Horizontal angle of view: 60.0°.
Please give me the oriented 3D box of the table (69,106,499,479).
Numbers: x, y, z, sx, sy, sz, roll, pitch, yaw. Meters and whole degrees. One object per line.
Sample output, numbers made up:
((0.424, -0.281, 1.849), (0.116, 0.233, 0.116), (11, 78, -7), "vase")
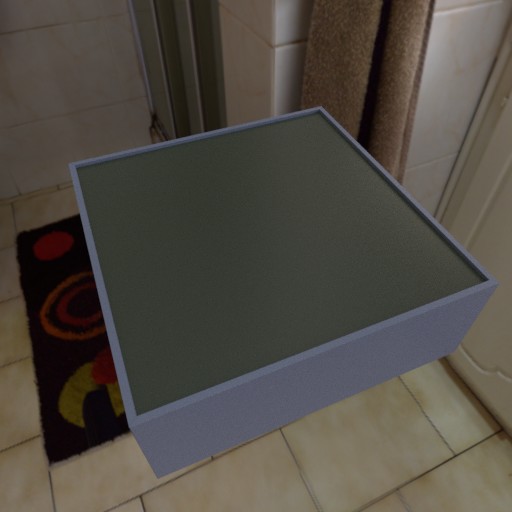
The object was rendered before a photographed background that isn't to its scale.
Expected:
((0.000, 0.000, 1.208), (0.801, 0.299, 0.801), (-17, 50, -15), "table")
